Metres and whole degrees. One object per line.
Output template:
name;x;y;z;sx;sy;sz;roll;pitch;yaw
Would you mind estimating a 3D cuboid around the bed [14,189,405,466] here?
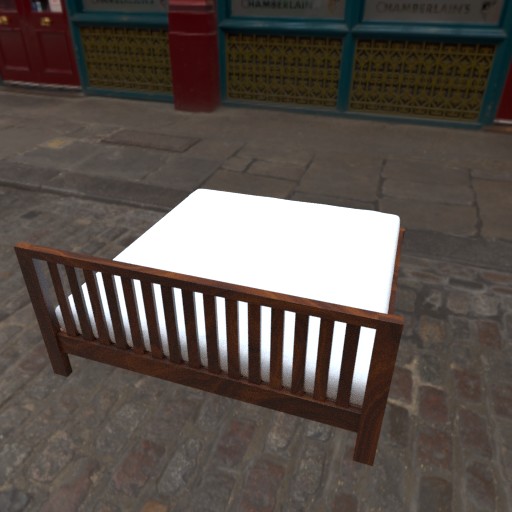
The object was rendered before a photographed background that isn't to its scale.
bed;0.000;0.000;3.035;1.905;0.890;2.030;10;32;16
